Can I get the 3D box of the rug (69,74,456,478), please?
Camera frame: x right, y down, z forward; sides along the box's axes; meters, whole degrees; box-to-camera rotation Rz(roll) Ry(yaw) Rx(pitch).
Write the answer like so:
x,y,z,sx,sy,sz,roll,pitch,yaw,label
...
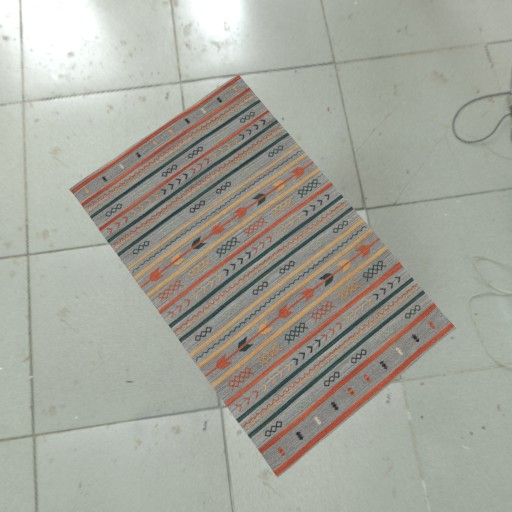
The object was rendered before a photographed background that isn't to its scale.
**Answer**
x,y,z,sx,sy,sz,roll,pitch,yaw,label
0.000,0.000,3.097,1.537,0.029,2.439,-37,80,-8,rug
